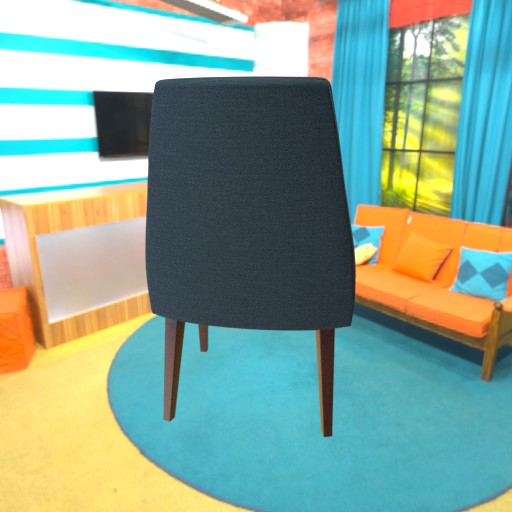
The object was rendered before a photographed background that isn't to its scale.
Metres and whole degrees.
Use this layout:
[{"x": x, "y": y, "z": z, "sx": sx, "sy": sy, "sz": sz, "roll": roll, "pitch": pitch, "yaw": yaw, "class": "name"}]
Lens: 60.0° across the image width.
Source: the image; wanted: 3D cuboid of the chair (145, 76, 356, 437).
[{"x": 0.000, "y": 0.000, "z": 1.202, "sx": 0.529, "sy": 0.861, "sz": 0.544, "roll": 3, "pitch": 17, "yaw": 8, "class": "chair"}]
